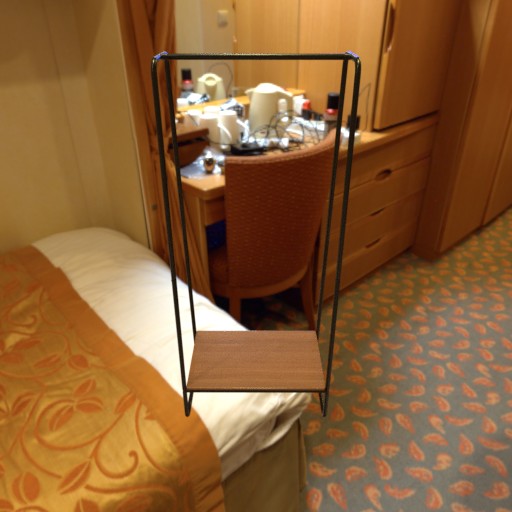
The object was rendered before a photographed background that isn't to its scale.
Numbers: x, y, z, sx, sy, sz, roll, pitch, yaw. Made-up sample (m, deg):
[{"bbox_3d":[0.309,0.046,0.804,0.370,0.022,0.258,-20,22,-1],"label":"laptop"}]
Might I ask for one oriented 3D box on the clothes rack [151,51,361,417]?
[{"bbox_3d":[0.000,0.000,1.797,0.640,1.500,0.400,0,30,0],"label":"clothes rack"}]
